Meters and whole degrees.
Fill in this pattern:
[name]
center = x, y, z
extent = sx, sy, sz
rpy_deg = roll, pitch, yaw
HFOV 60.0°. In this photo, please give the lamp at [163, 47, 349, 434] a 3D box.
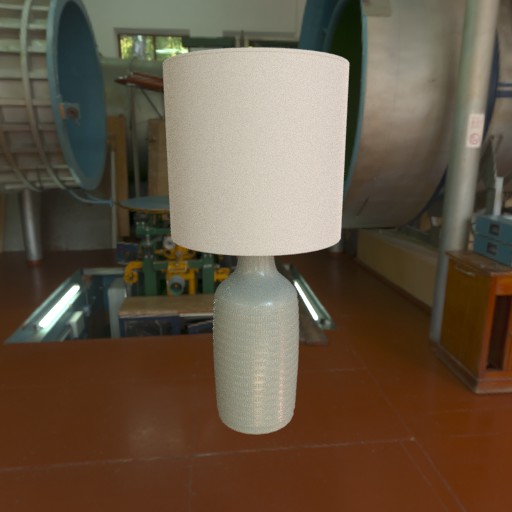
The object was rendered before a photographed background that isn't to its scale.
[lamp]
center = 0.000, 0.000, 0.595
extent = 0.220, 0.475, 0.220
rpy_deg = 8, 17, 27
